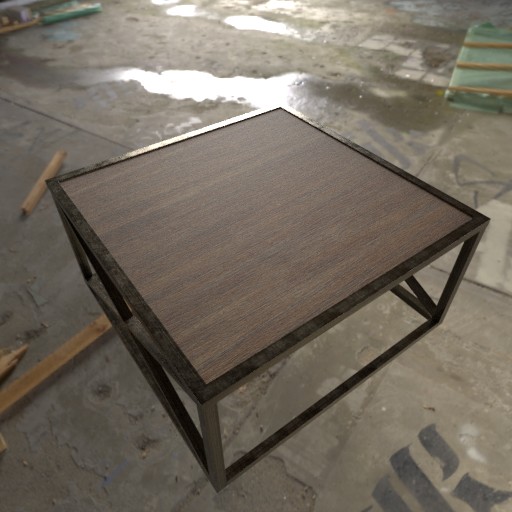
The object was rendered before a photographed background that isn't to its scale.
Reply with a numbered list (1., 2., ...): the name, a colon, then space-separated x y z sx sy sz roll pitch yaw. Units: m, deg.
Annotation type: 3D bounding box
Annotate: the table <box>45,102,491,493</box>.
1. table: 0.000 0.000 1.413 0.909 0.451 0.899 -27 49 -26
